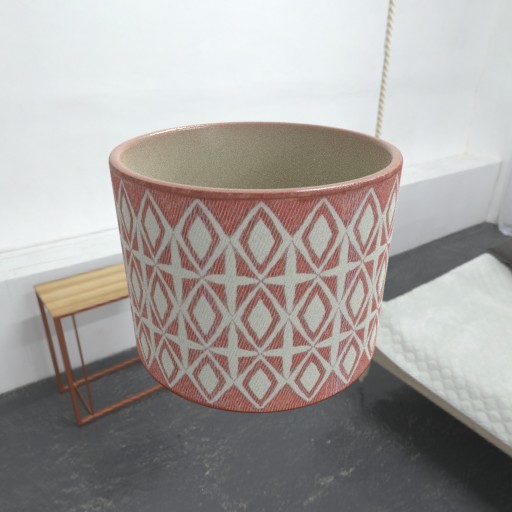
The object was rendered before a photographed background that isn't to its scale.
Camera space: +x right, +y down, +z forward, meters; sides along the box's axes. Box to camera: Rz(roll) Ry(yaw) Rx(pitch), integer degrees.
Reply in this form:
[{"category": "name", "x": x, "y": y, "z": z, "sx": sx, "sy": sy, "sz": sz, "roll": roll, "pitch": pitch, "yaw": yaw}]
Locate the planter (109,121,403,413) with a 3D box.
[{"category": "planter", "x": 0.000, "y": 0.000, "z": 0.481, "sx": 0.273, "sy": 0.237, "sz": 0.273, "roll": 0, "pitch": 27, "yaw": 0}]
